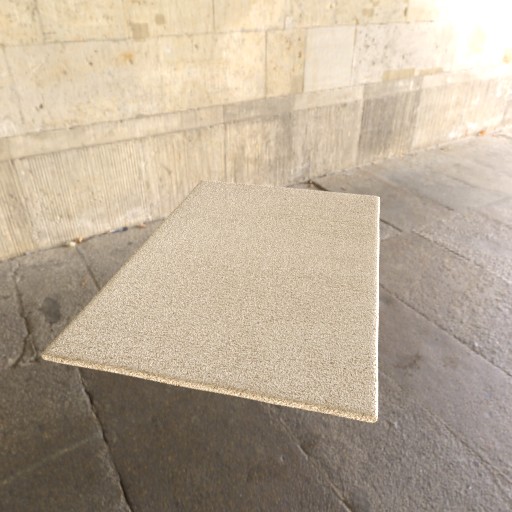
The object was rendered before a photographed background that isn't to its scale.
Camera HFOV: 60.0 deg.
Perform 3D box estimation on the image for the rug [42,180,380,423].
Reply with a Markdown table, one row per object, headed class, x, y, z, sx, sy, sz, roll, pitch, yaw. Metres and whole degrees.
| class | x | y | z | sx | sy | sz | roll | pitch | yaw |
| --- | --- | --- | --- | --- | --- | --- | --- | --- | --- |
| rug | 0.000 | 0.000 | 2.258 | 1.219 | 0.030 | 1.778 | 7 | 32 | 12 |
